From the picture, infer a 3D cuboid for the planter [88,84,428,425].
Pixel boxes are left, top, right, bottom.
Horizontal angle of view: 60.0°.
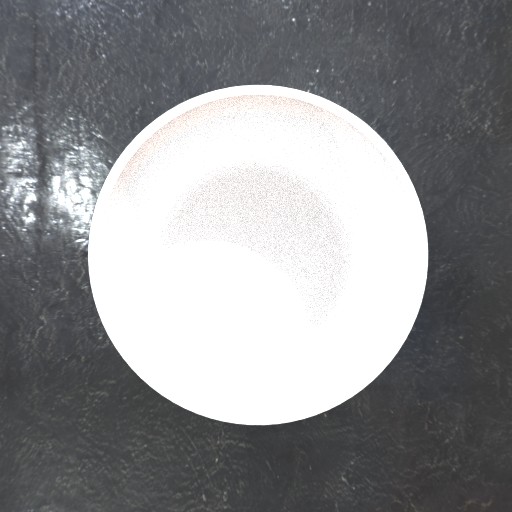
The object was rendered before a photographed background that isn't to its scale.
[{"bbox_3d":[0.000,0.000,0.440,0.254,0.221,0.254,0,89,-1],"label":"planter"}]
